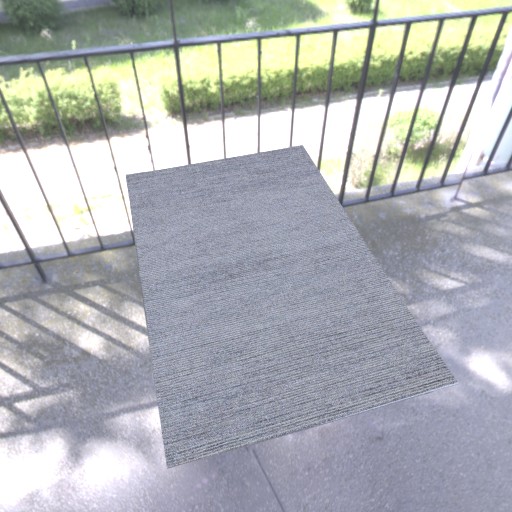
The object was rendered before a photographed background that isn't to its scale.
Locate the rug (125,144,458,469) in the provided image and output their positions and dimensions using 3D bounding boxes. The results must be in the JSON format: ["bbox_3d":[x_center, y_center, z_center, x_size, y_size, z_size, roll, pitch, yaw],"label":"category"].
[{"bbox_3d":[0.000,0.000,2.232,1.159,0.021,1.789,-12,48,-11],"label":"rug"}]
